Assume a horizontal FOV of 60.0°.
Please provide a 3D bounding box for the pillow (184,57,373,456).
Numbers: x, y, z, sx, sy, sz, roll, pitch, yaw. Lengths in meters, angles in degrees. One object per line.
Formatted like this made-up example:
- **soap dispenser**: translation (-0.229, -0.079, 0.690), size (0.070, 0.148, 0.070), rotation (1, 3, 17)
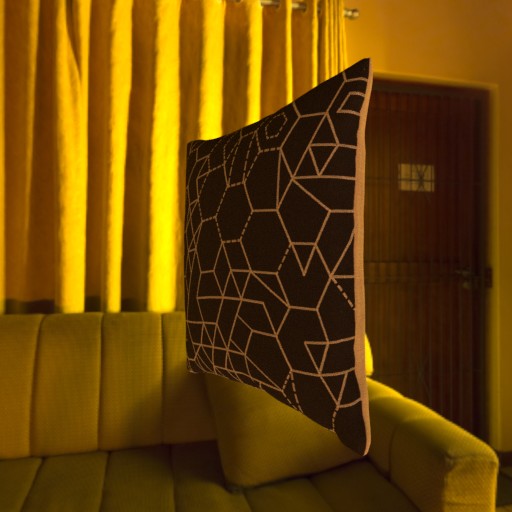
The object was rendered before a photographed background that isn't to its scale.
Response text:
- **pillow**: translation (0.000, 0.000, 0.773), size (0.158, 0.508, 0.517), rotation (0, -1, -35)
